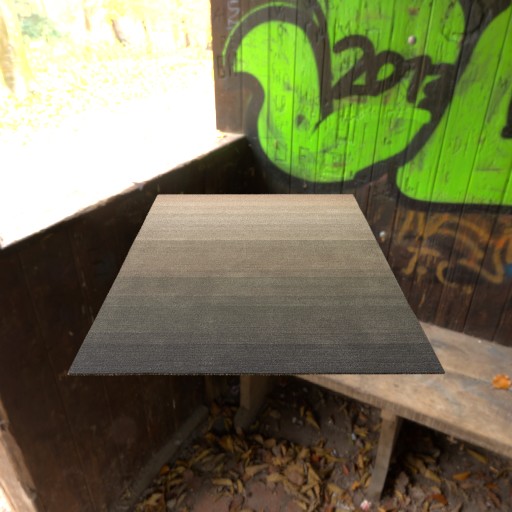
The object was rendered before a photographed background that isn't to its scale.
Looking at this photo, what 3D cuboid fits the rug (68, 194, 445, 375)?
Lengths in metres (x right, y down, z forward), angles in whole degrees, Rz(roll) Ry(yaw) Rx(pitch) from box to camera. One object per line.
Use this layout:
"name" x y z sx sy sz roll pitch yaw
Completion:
"rug" 0.000 0.000 3.979 2.315 0.015 2.932 0 30 0
